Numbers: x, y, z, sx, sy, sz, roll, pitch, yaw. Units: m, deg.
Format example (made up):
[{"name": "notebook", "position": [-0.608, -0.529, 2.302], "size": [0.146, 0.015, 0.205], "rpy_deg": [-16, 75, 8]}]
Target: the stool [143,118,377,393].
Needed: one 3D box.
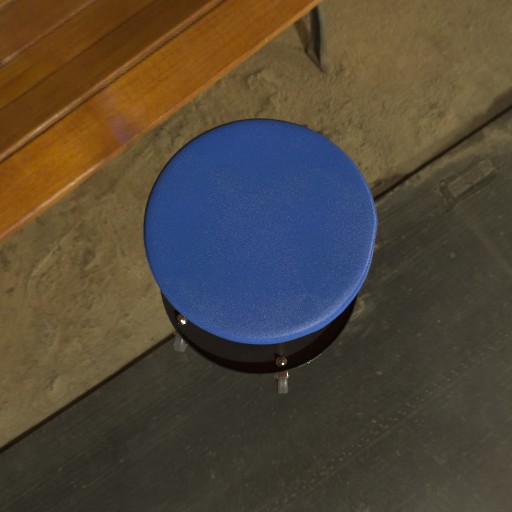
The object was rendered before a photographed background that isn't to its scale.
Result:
[{"name": "stool", "position": [0.000, 0.000, 0.685], "size": [0.382, 0.365, 0.381], "rpy_deg": [17, 77, 4]}]
